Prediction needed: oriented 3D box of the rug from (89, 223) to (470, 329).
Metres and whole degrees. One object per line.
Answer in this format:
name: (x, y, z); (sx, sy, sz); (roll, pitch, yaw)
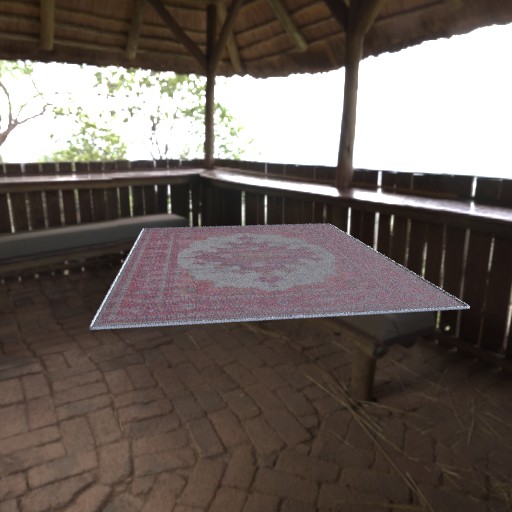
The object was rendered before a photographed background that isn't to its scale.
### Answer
rug: (0.000, 0.000, 4.274); (2.447, 0.017, 3.123); (-2, 15, -8)
